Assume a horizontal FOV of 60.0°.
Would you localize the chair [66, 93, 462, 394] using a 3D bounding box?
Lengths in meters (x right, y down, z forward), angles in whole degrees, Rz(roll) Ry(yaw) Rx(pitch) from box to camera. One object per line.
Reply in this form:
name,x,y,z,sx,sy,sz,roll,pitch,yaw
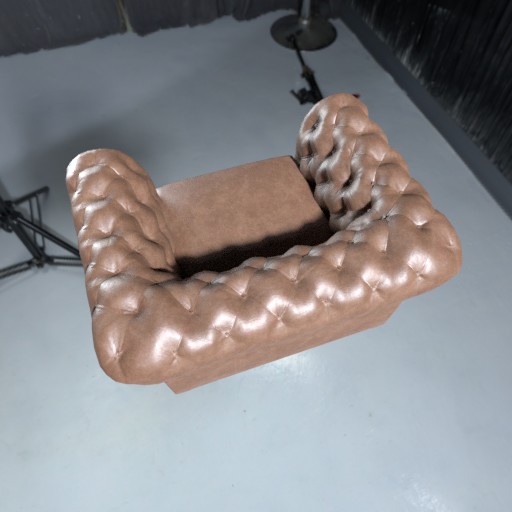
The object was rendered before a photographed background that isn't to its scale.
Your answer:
chair,0.000,0.000,1.870,1.298,0.784,0.954,-16,58,-10
